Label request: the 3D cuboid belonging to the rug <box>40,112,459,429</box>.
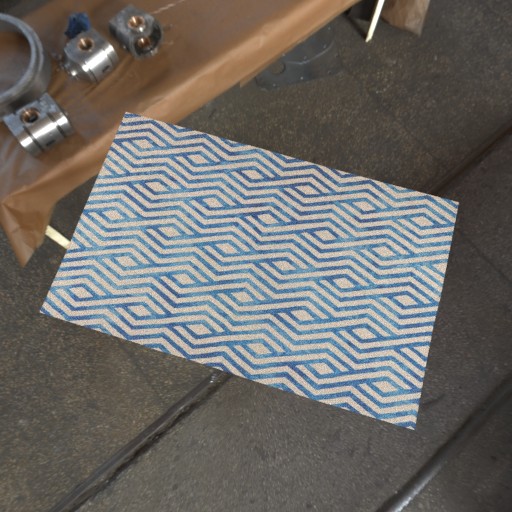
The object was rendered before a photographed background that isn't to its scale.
[{"bbox_3d":[0.000,0.000,2.937,2.439,0.008,1.531,16,75,4],"label":"rug"}]
